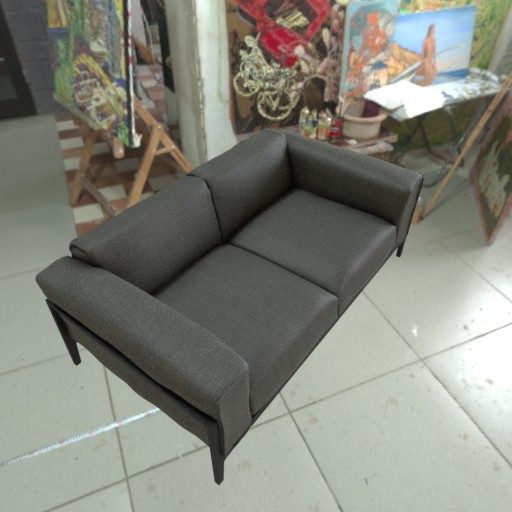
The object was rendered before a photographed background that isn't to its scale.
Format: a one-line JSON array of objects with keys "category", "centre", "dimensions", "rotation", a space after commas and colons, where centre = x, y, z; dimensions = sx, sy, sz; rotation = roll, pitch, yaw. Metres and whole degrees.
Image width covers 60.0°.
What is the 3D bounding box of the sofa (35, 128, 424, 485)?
[{"category": "sofa", "centre": [0.000, 0.000, 2.165], "dimensions": [0.960, 0.656, 1.690], "rotation": [27, 48, 27]}]
